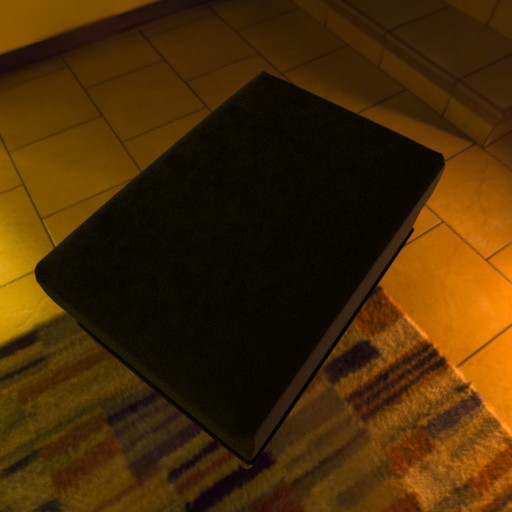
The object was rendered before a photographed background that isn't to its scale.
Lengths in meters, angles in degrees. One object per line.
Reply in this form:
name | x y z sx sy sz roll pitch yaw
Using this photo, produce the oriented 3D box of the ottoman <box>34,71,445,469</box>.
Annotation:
ottoman | 0.000 0.000 1.174 0.587 0.498 0.835 32 63 19
